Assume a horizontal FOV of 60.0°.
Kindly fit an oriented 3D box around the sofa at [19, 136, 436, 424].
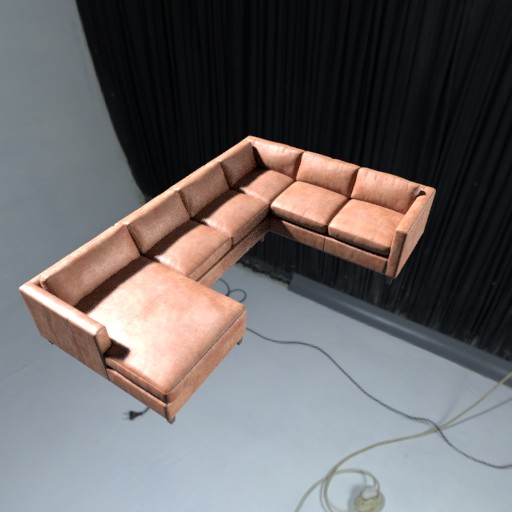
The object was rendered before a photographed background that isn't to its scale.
[{"bbox_3d":[0.000,0.000,4.377,2.430,0.832,3.401,23,45,25],"label":"sofa"}]
